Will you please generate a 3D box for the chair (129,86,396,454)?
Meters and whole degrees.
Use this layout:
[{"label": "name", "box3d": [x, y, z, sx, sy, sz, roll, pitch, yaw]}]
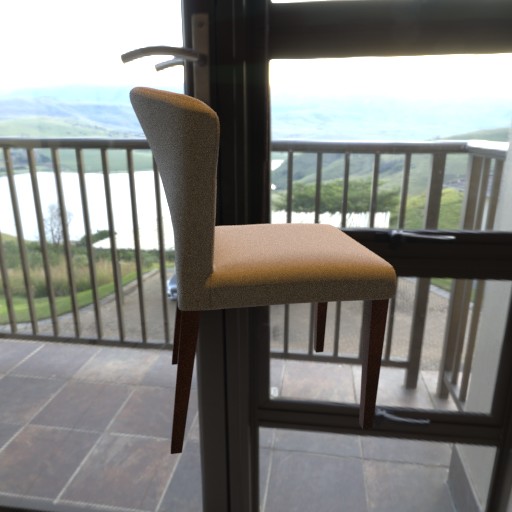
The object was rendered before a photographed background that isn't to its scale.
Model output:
[{"label": "chair", "box3d": [0.000, 0.000, 1.190, 0.592, 0.839, 0.491, -3, 17, -9]}]
